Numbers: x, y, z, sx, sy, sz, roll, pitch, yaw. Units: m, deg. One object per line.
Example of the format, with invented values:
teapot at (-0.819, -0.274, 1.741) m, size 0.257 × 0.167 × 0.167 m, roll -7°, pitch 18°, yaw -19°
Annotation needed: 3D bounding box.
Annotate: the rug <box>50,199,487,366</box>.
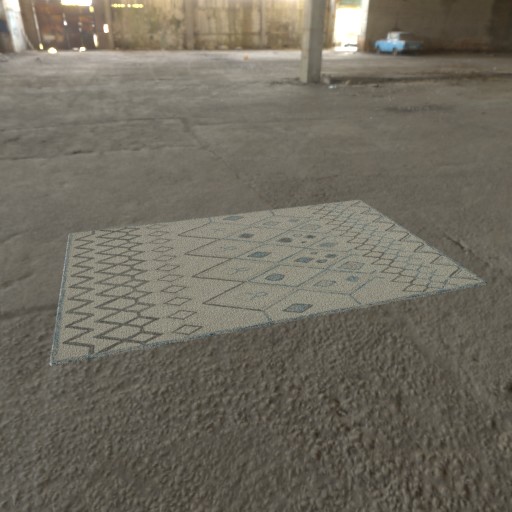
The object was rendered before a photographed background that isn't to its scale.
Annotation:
rug at (0.000, 0.000, 2.978) m, size 2.439 × 0.015 × 1.524 m, roll -8°, pitch 28°, yaw -15°
